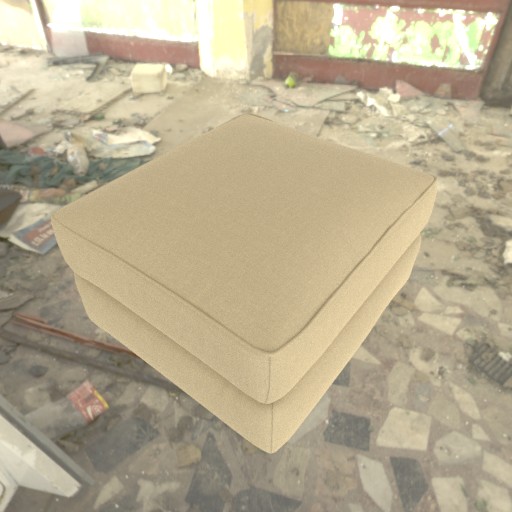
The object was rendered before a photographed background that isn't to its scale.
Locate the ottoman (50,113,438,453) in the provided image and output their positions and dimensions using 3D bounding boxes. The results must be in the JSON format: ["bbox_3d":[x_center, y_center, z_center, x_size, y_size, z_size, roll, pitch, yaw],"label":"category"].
[{"bbox_3d":[0.000,0.000,1.149,0.662,0.505,0.716,27,48,28],"label":"ottoman"}]
